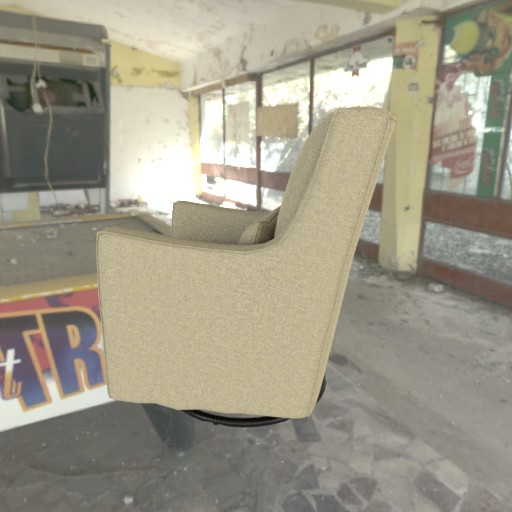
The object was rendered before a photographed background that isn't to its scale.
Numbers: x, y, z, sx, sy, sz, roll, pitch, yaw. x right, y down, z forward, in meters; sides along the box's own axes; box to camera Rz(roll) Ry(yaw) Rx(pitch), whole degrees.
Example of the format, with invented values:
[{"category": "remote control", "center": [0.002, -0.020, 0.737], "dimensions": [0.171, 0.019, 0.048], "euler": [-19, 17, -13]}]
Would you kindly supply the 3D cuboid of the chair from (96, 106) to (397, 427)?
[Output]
[{"category": "chair", "center": [0.000, 0.000, 1.587], "dimensions": [0.879, 0.993, 0.732], "euler": [2, 15, 9]}]
